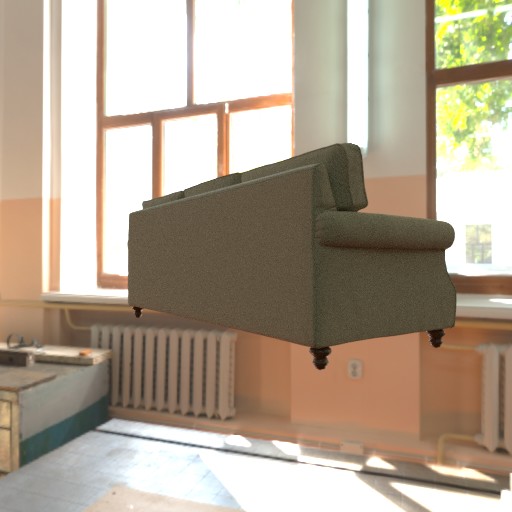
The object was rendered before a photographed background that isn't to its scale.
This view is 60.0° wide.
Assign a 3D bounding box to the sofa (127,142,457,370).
[{"bbox_3d":[0.000,0.000,2.868,0.966,0.948,2.354,1,-1,-35],"label":"sofa"}]
